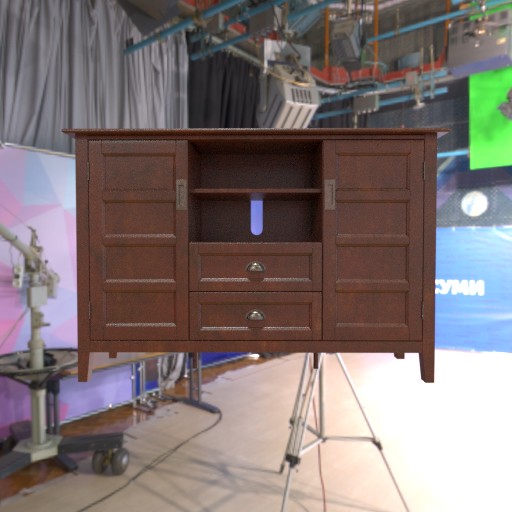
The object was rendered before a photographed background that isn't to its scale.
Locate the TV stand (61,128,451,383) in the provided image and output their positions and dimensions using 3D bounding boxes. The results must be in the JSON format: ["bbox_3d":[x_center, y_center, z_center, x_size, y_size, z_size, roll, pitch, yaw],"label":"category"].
[{"bbox_3d":[0.000,0.000,1.793,1.372,0.915,0.445,0,2,1],"label":"TV stand"}]
